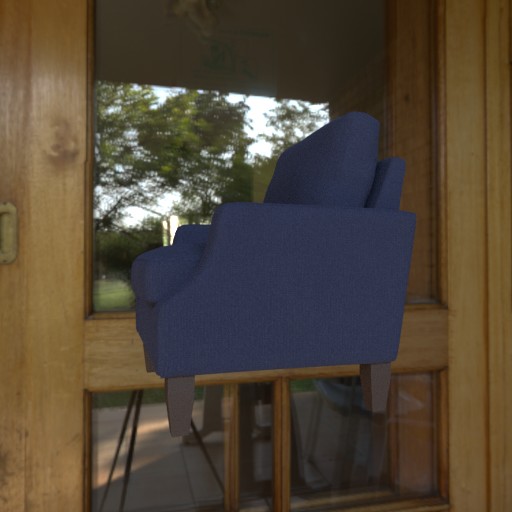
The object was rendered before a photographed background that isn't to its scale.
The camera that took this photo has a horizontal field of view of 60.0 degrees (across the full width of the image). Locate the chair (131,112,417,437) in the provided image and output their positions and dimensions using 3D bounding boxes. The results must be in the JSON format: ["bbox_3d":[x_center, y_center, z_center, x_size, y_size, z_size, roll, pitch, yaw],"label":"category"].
[{"bbox_3d":[0.000,0.000,1.691,0.897,0.991,0.855,0,-1,-19],"label":"chair"}]
